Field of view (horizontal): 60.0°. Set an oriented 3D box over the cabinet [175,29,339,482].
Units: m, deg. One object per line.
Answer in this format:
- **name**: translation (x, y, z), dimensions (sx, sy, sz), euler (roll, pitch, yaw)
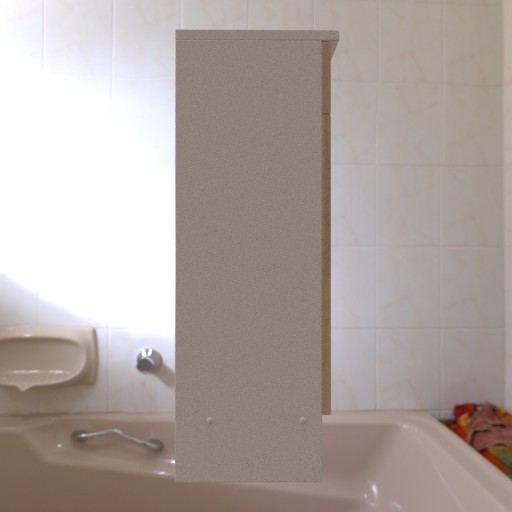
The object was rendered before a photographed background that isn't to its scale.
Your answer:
- **cabinet**: translation (0.000, 0.000, 1.096), dimensions (0.296, 0.815, 0.600), euler (0, 0, 0)
